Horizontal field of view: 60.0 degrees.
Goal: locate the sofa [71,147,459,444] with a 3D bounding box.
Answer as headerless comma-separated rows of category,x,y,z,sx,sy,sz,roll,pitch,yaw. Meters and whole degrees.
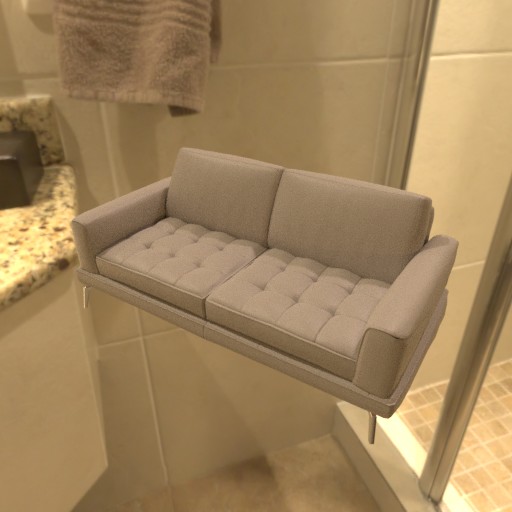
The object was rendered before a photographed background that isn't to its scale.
sofa,0.000,0.000,2.727,2.177,0.930,1.121,18,34,28
